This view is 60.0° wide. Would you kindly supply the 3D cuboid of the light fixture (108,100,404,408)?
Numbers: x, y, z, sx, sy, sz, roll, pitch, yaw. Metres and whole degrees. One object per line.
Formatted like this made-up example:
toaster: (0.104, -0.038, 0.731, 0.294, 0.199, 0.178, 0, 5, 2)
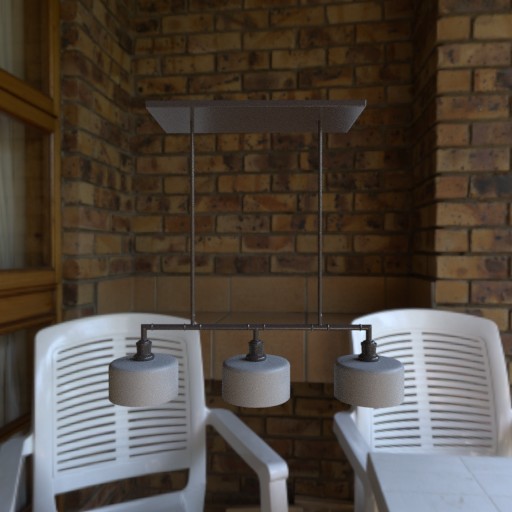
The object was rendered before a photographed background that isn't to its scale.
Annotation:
light fixture: (0.000, 0.000, 0.880, 0.582, 0.557, 0.177, 0, 1, 1)
